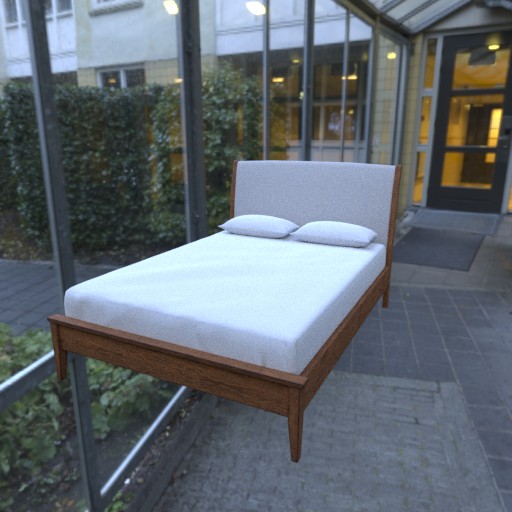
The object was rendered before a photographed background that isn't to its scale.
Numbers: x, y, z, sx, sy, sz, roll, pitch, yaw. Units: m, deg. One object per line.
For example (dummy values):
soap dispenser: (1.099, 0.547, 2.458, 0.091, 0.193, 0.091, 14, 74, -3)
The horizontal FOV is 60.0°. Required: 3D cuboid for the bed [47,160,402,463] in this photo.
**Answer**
bed: (0.000, 0.000, 2.958, 1.502, 1.135, 2.108, 8, 17, 26)
